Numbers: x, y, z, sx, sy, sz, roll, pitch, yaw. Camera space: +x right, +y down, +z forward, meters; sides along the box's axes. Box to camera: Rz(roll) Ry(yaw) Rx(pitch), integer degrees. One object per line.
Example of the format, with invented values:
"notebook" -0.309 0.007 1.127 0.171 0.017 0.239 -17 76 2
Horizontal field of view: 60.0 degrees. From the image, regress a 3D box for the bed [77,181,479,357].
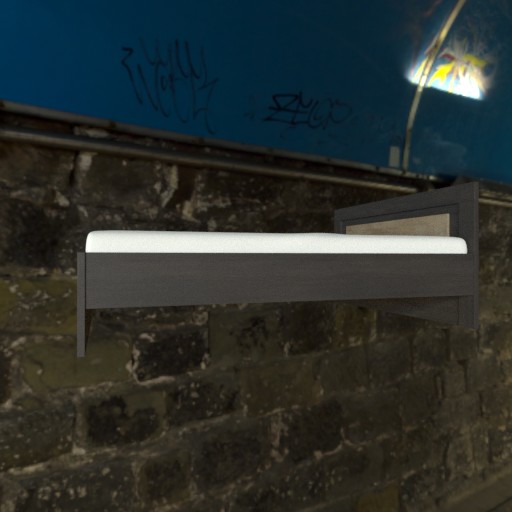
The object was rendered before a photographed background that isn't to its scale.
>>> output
"bed" 0.000 0.000 2.877 2.073 0.823 1.585 0 0 -19
